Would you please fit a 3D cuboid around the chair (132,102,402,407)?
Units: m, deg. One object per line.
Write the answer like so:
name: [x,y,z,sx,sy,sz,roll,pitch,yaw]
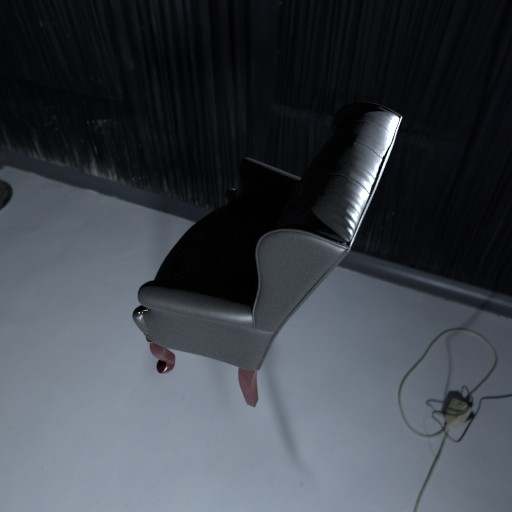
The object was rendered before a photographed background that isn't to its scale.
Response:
chair: [0.000,0.000,1.660,0.762,1.111,0.838,17,48,16]
